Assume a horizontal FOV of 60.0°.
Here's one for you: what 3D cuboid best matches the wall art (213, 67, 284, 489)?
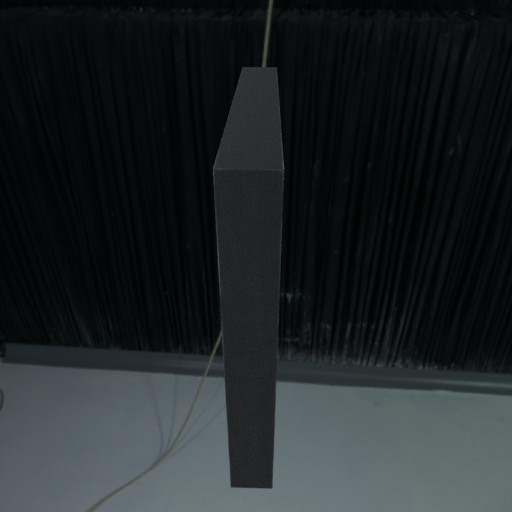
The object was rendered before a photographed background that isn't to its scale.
[{"bbox_3d":[0.000,0.000,0.448,0.038,0.305,0.305,1,33,1],"label":"wall art"}]
